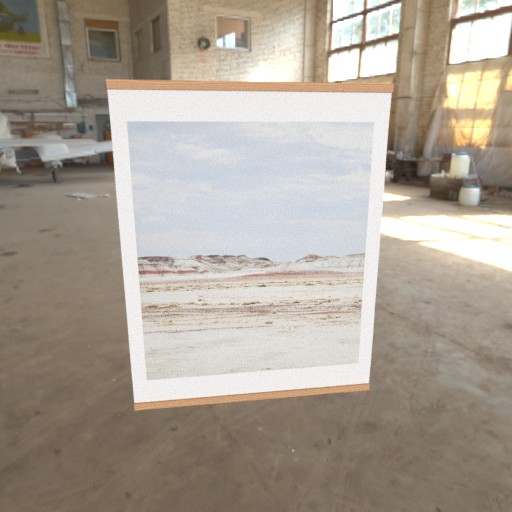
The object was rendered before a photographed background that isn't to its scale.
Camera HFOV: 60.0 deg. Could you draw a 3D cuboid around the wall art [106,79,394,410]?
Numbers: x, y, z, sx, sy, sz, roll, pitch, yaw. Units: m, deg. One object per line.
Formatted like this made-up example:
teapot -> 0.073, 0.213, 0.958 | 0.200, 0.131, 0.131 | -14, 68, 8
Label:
wall art -> 0.000, 0.000, 0.690 | 0.404, 0.507, 0.010 | -2, 16, -8
